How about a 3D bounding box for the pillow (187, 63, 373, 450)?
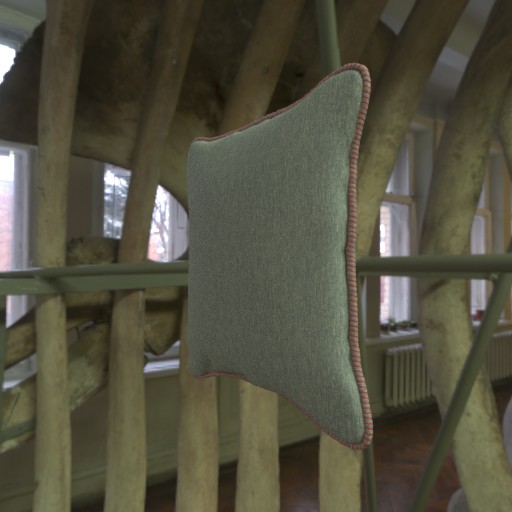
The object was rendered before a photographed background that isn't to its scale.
[{"bbox_3d":[0.000,0.000,0.736,0.124,0.491,0.482,1,-1,-35],"label":"pillow"}]
